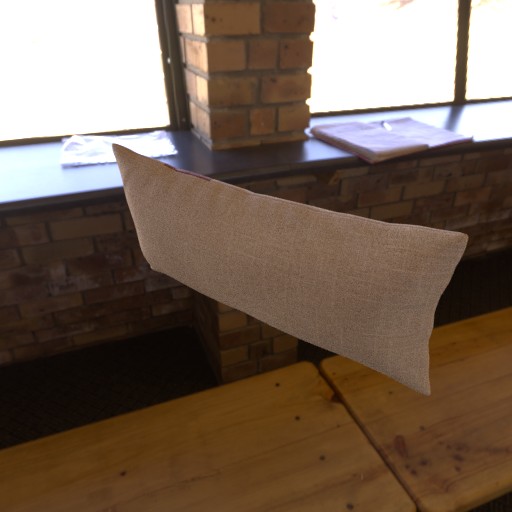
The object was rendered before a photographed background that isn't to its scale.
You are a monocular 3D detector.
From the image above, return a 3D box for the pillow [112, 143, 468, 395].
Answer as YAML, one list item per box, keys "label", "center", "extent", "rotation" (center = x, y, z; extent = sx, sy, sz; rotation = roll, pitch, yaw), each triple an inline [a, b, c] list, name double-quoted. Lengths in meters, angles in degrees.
- label: "pillow"
  center: [0.000, 0.000, 0.726]
  extent: [0.612, 0.282, 0.155]
  rotation: [20, 35, 32]
